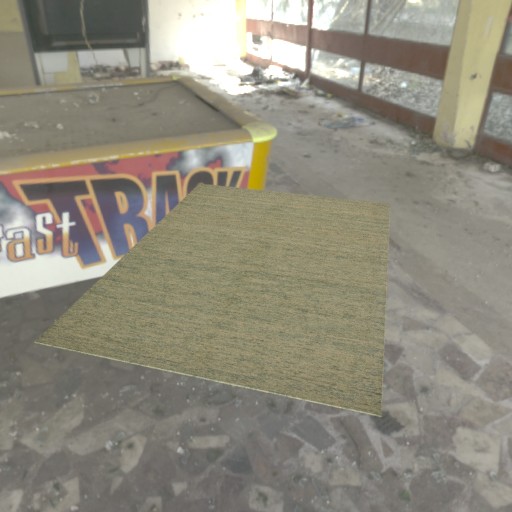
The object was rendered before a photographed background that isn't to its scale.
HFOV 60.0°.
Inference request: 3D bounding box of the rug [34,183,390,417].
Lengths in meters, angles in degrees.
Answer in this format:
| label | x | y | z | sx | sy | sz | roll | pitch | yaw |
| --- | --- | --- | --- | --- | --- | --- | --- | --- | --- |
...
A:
| label | x | y | z | sx | sy | sz | roll | pitch | yaw |
| --- | --- | --- | --- | --- | --- | --- | --- | --- | --- |
| rug | 0.000 | 0.000 | 4.245 | 2.437 | 0.014 | 3.201 | 8 | 32 | 13 |
